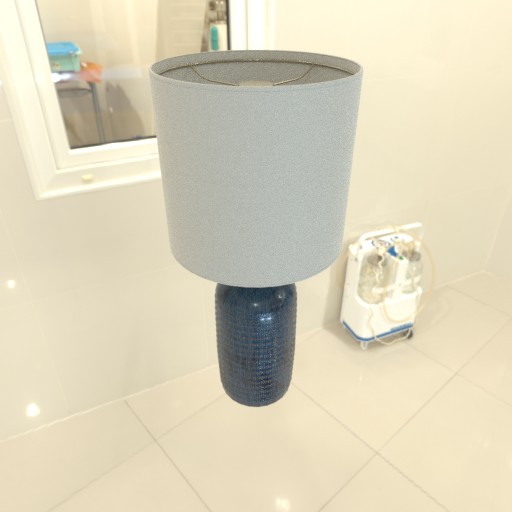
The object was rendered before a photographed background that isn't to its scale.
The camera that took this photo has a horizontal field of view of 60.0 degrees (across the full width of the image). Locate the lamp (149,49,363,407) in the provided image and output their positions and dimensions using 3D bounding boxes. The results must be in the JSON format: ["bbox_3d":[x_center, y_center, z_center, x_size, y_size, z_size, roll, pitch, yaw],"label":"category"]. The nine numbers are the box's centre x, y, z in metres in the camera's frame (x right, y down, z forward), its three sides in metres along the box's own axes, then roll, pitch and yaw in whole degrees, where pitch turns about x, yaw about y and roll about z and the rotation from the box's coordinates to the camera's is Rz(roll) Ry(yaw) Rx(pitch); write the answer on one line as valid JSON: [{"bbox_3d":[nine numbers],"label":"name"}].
[{"bbox_3d":[0.000,0.000,0.591,0.220,0.475,0.220,-20,37,-28],"label":"lamp"}]
